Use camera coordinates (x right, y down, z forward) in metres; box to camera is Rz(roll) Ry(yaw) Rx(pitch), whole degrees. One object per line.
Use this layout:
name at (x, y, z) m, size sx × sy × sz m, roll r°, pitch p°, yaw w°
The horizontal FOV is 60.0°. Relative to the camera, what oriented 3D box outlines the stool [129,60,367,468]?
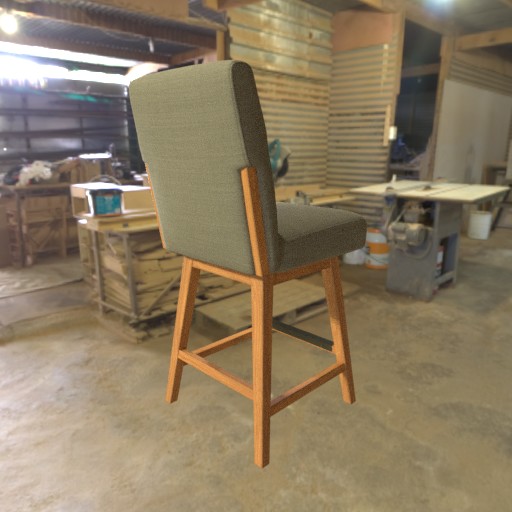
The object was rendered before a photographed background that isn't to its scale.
stool at (0.000, 0.000, 1.354) m, size 0.570 × 1.019 × 0.459 m, roll -14°, pitch 20°, yaw -43°
